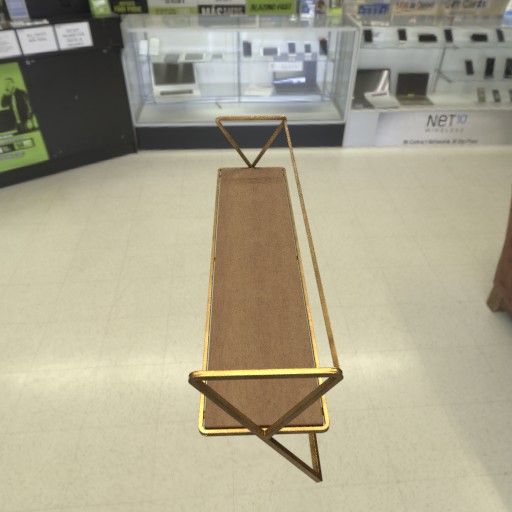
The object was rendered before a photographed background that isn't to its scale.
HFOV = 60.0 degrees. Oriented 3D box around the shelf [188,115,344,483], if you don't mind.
[{"bbox_3d":[0.000,0.000,0.742,0.150,0.229,0.645,-1,39,-1],"label":"shelf"}]
